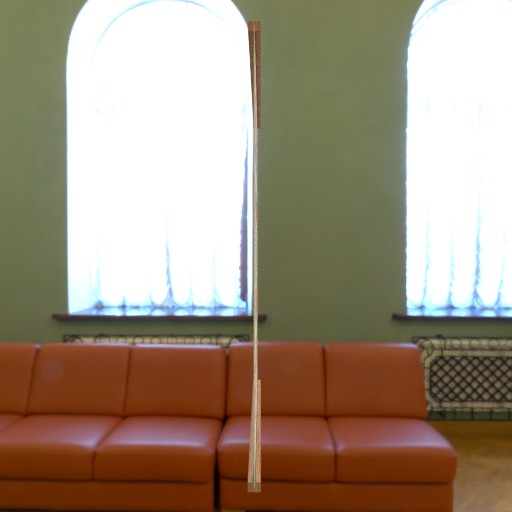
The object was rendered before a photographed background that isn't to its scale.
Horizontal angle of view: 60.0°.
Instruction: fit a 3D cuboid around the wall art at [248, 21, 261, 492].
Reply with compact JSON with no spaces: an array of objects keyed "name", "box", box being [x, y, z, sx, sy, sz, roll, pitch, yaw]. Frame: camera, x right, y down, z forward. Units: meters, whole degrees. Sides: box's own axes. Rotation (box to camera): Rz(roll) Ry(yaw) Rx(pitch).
[{"name":"wall art","box":[0.000,0.000,1.336,0.028,1.016,0.765,0,1,1]}]
